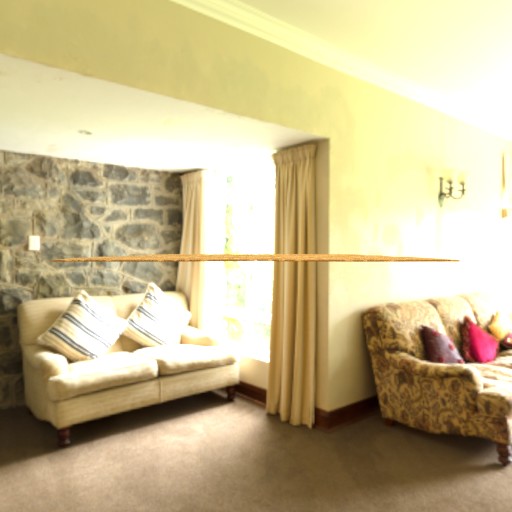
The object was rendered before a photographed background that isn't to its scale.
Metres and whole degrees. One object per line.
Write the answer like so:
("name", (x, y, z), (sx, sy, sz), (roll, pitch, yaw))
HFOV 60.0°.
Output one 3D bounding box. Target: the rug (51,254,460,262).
("rug", (0.000, 0.000, 2.688), (1.524, 0.013, 2.135), (0, 1, 0))
